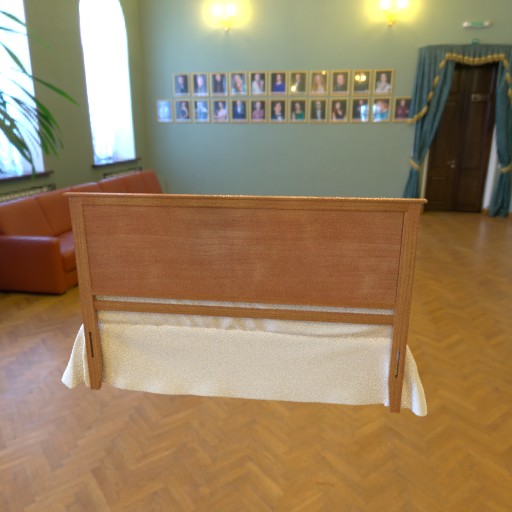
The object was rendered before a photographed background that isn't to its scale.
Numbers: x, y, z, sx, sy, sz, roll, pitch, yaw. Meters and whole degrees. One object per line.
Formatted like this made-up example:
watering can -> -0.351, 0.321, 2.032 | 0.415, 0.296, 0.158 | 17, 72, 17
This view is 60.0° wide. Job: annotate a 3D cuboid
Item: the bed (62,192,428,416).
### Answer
bed -> 0.000, 0.000, 3.600 | 2.317, 1.270, 2.215 | 2, 16, 7
